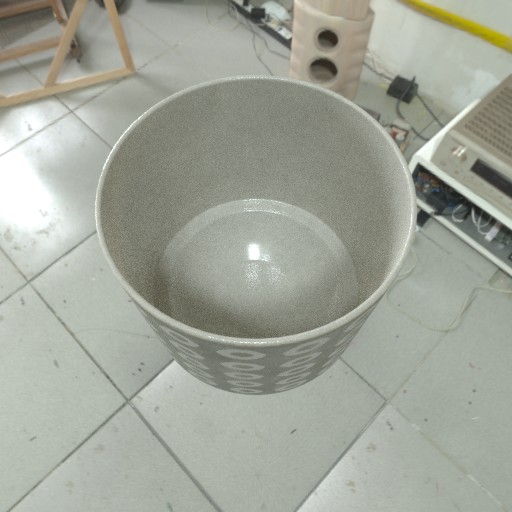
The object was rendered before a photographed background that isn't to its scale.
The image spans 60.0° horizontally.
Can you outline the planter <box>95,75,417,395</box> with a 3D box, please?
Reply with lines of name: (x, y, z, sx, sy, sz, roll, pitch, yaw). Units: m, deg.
planter: (0.000, 0.000, 0.454, 0.250, 0.239, 0.250, 0, 63, 0)
